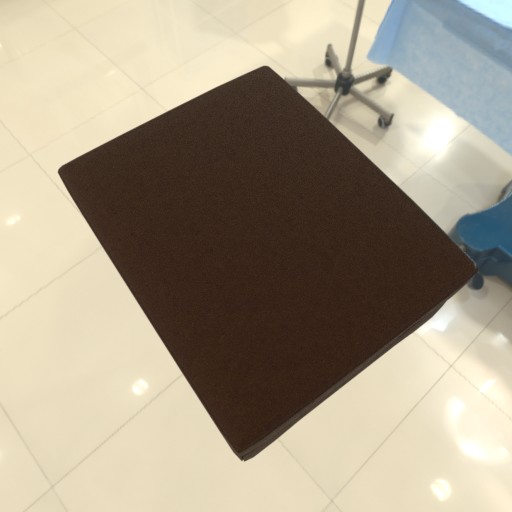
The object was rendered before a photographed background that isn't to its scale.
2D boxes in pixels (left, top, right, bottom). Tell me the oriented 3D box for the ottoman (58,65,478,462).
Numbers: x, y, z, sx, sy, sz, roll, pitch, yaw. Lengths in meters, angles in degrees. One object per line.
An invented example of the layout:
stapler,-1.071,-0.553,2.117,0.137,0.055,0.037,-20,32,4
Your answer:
ottoman,0.000,0.000,1.784,0.967,0.730,1.187,-32,67,-15
